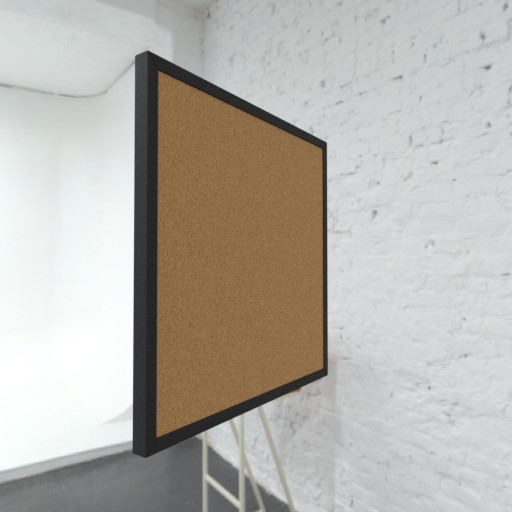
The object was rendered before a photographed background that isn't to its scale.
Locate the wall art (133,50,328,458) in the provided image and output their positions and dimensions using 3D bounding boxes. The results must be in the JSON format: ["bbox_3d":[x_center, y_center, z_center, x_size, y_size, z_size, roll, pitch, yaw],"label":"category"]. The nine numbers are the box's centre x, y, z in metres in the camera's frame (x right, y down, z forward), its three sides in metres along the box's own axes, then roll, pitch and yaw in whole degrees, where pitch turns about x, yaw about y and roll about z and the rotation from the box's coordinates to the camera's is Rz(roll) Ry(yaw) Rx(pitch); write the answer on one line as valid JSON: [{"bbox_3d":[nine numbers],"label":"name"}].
[{"bbox_3d":[0.000,0.000,1.149,0.037,0.763,0.763,-1,-2,35],"label":"wall art"}]
